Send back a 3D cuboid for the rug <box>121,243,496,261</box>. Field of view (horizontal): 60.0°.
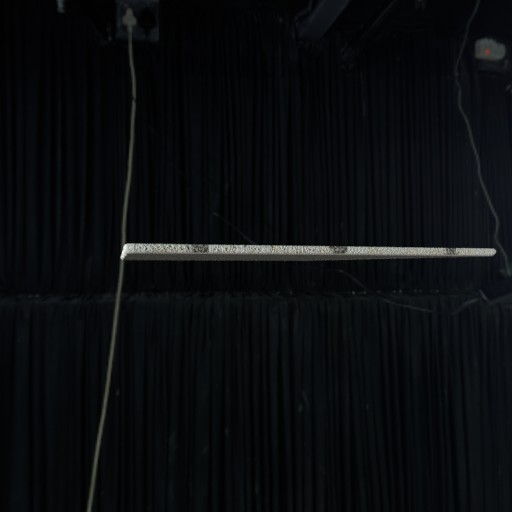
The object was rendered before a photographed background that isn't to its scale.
[{"bbox_3d":[0.000,0.000,2.066,1.200,0.025,1.600,0,-1,-17],"label":"rug"}]
